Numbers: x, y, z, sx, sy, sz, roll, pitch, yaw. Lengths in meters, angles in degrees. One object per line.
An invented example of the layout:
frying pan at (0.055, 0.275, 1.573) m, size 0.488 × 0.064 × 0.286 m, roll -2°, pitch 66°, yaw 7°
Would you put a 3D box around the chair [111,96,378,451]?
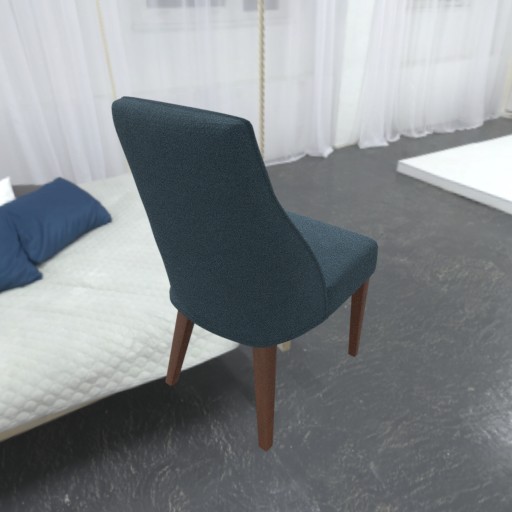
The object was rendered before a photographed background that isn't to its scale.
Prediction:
chair at (0.000, 0.000, 1.284) m, size 0.500 × 0.930 × 0.620 m, roll 22°, pitch 36°, yaw 33°
